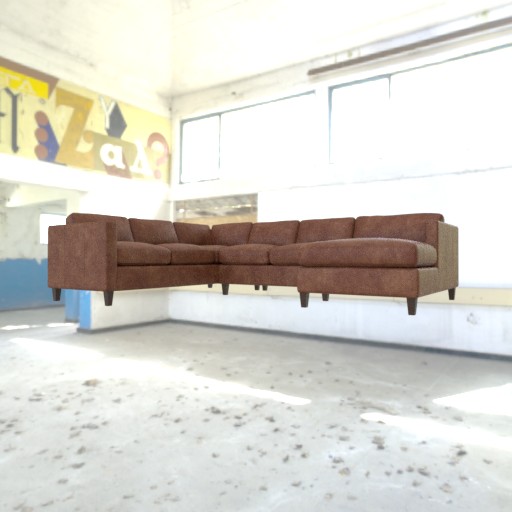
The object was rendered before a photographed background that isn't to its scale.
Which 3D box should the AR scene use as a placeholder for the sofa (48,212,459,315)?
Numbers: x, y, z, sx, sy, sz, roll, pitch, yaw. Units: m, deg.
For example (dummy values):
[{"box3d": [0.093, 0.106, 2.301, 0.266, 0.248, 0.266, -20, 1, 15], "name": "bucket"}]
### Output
[{"box3d": [0.000, 0.000, 4.434, 3.324, 0.888, 2.452, 0, 0, 35], "name": "sofa"}]
